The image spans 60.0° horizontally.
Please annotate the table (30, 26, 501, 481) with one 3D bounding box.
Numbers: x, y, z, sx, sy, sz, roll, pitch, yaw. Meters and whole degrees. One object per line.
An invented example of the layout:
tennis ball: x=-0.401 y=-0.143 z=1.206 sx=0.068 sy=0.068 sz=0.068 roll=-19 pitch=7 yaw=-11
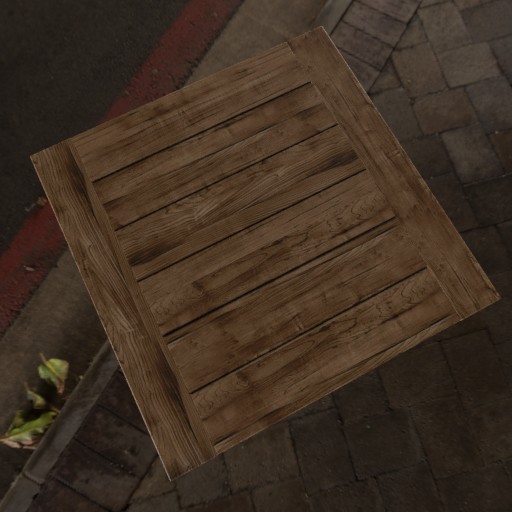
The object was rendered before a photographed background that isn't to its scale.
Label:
table: x=0.000 y=0.000 z=0.995 sx=0.610 sy=0.457 sz=0.610 roll=-27 pitch=77 yaw=-6
